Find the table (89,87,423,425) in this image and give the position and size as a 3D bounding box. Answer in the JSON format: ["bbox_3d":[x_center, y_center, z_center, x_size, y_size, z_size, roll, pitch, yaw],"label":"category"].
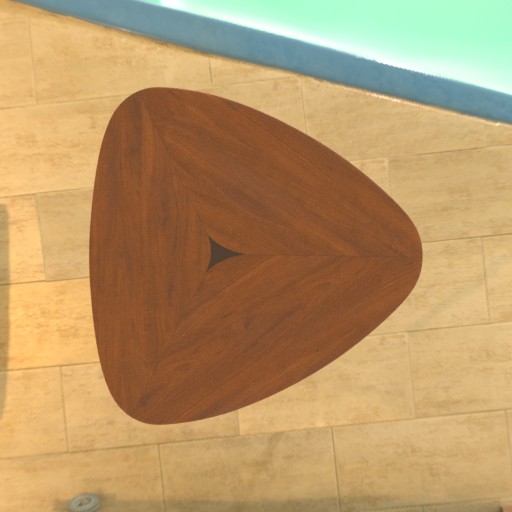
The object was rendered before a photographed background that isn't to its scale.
[{"bbox_3d":[0.000,0.000,1.295,0.821,0.413,0.833,0,90,0],"label":"table"}]
